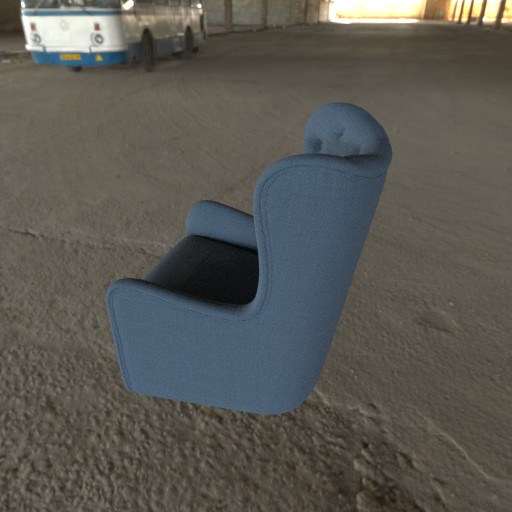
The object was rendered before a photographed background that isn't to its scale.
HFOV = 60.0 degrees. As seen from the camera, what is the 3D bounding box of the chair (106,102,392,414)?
[{"bbox_3d":[0.000,0.000,1.782,0.930,1.079,0.831,8,30,14],"label":"chair"}]
